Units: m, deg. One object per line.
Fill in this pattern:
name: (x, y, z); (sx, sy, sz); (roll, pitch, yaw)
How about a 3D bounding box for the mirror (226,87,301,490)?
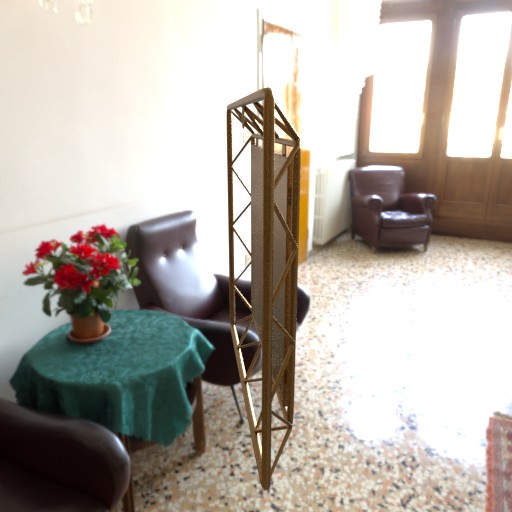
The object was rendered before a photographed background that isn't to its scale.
mirror: (0.000, 0.000, 0.618); (0.046, 0.414, 0.416); (-2, 17, -8)
